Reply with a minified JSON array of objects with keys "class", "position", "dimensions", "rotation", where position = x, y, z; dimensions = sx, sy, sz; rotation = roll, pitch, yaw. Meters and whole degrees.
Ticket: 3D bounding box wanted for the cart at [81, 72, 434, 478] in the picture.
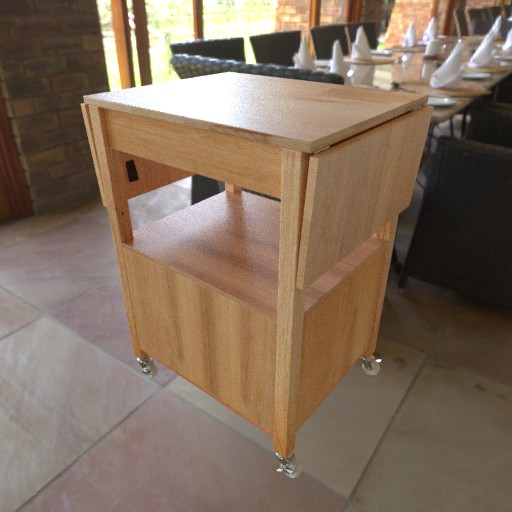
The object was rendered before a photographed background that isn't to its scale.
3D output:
[{"class":"cart","position":[0.000,0.000,1.213],"dimensions":[0.640,0.838,0.508],"rotation":[22,36,33]}]
